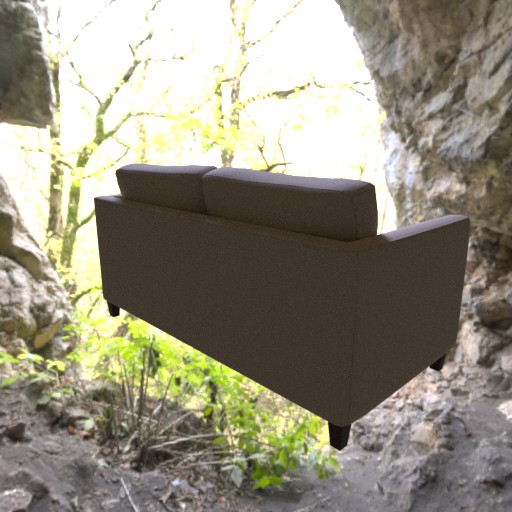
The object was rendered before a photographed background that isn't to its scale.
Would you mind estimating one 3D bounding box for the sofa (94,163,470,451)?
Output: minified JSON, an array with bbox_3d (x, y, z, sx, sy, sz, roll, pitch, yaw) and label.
[{"bbox_3d":[0.000,0.000,2.188,0.873,0.888,1.722,-14,20,-42],"label":"sofa"}]
